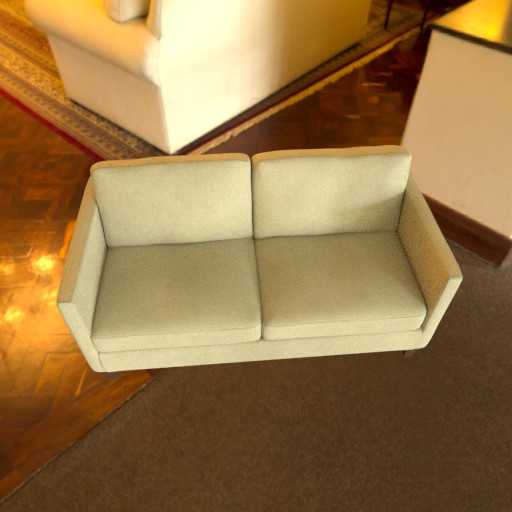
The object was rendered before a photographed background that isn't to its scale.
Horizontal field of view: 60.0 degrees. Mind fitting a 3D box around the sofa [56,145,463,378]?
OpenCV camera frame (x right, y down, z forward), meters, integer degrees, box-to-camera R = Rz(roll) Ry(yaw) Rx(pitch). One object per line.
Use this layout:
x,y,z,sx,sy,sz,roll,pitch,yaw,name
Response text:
0.000,0.000,2.443,1.846,0.940,0.950,-3,48,-3,sofa
